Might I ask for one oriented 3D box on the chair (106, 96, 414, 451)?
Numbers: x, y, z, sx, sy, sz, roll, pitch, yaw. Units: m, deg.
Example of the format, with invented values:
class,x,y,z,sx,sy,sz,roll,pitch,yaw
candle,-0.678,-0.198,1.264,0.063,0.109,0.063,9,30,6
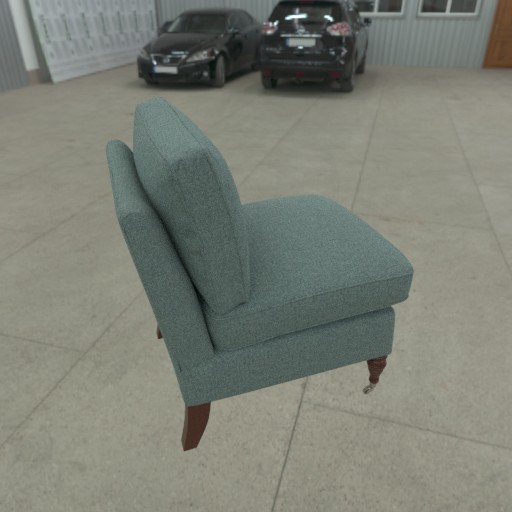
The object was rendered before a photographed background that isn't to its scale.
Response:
class,x,y,z,sx,sy,sz,roll,pitch,yaw
chair,0.000,0.000,1.409,0.796,0.901,0.624,-10,31,-16
